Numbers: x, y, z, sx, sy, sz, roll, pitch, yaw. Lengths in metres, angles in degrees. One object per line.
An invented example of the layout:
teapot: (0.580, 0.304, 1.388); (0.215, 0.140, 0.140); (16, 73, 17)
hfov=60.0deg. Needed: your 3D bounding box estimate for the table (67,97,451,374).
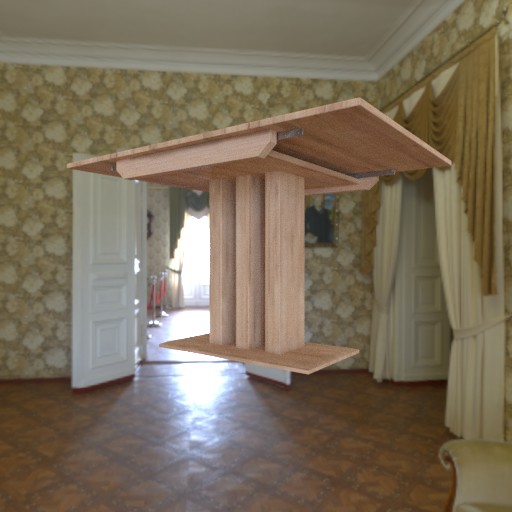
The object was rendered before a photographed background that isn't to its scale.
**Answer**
table: (0.000, 0.000, 1.820); (1.300, 0.770, 0.900); (0, 0, 37)
